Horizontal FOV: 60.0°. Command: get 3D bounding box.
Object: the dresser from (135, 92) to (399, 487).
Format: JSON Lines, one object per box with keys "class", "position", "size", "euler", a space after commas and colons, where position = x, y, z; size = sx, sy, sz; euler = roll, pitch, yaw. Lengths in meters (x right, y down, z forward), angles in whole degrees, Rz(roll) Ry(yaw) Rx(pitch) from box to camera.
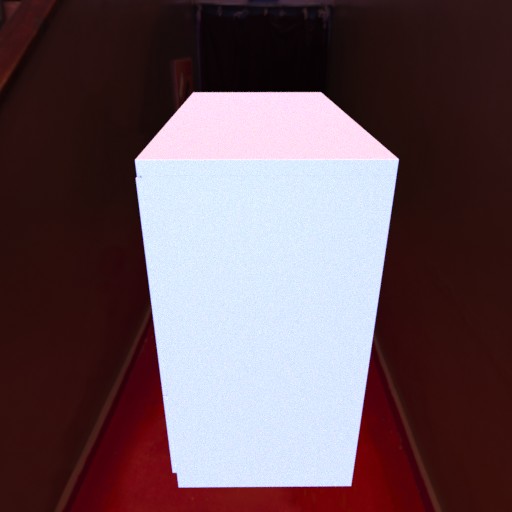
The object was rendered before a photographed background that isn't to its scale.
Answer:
{"class": "dresser", "position": [0.000, 0.000, 1.196], "size": [0.420, 0.740, 0.830], "euler": [0, 27, 0]}
